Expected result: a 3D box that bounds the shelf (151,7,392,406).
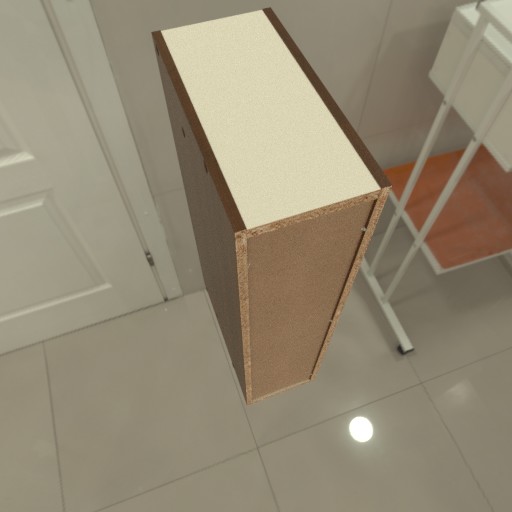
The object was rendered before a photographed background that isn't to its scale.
[{"bbox_3d":[0.000,0.000,0.695,0.147,0.600,0.290,-17,60,-10],"label":"shelf"}]
